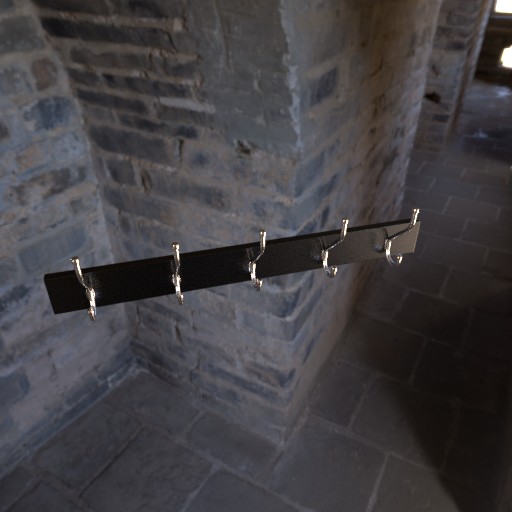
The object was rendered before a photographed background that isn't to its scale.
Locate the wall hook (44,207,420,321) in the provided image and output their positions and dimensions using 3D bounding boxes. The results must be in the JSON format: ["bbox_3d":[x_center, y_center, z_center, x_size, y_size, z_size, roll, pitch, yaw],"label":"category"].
[{"bbox_3d":[0.000,0.000,0.636,0.571,0.117,0.071,-9,34,-14],"label":"wall hook"}]
